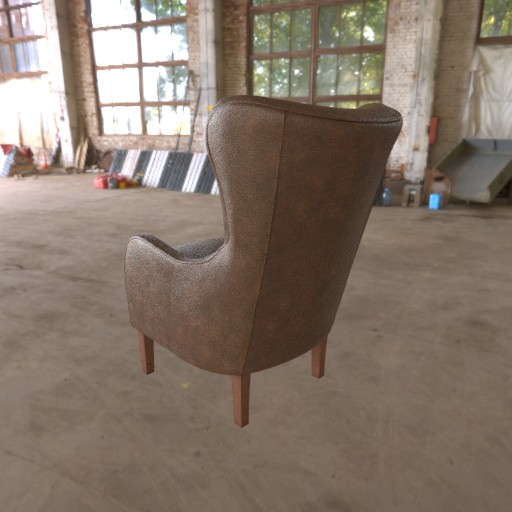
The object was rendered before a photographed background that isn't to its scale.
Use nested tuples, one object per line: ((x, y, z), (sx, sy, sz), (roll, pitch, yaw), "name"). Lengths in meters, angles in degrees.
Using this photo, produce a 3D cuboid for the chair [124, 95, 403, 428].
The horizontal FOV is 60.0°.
((0.000, 0.000, 1.599), (0.692, 1.048, 0.914), (-16, 23, -43), "chair")
